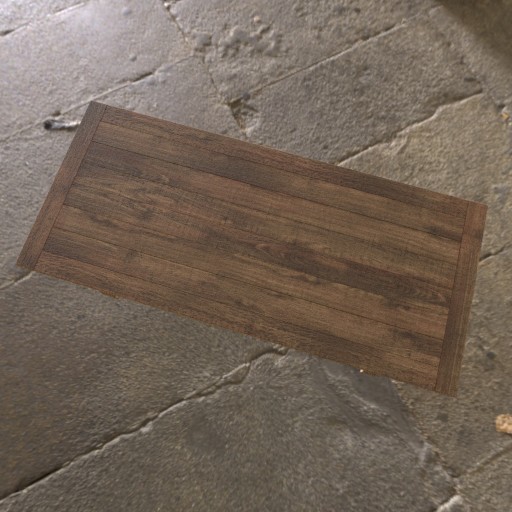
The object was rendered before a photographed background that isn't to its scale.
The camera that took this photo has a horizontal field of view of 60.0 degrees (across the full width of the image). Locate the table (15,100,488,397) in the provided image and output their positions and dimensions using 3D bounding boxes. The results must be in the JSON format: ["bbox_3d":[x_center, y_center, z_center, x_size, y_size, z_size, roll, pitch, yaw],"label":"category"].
[{"bbox_3d":[0.000,0.000,2.416,2.031,0.733,0.907,16,75,5],"label":"table"}]
